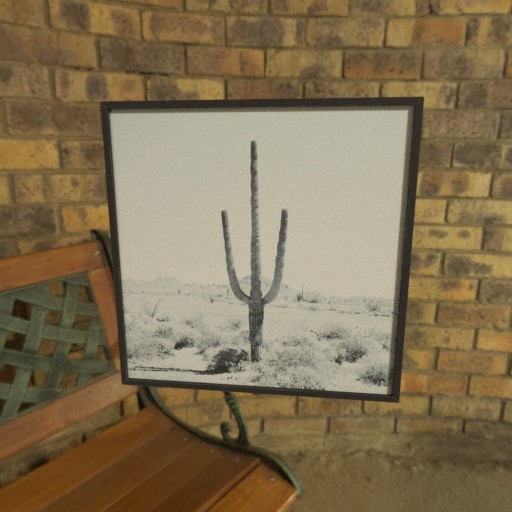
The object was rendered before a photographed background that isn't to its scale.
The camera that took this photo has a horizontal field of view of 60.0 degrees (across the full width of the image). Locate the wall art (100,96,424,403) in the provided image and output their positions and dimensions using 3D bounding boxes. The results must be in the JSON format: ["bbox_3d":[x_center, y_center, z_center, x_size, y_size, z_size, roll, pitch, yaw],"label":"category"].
[{"bbox_3d":[0.000,0.000,1.141,0.762,0.762,0.038,2,13,7],"label":"wall art"}]
